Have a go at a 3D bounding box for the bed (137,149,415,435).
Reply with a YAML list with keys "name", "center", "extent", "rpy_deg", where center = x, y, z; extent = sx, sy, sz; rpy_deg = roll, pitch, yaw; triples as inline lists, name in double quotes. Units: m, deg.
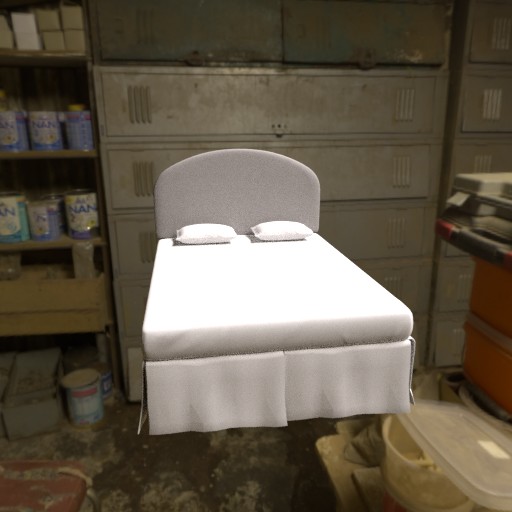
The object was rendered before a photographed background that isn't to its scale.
- name: "bed"
  center: [0.000, 0.000, 3.213]
  extent: [1.607, 1.410, 2.005]
  rpy_deg: [-3, 17, -9]
